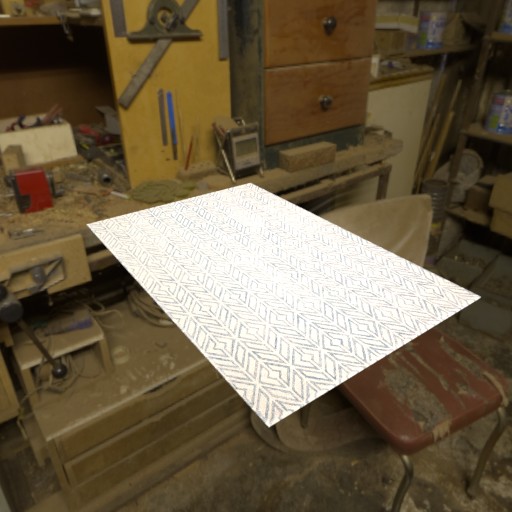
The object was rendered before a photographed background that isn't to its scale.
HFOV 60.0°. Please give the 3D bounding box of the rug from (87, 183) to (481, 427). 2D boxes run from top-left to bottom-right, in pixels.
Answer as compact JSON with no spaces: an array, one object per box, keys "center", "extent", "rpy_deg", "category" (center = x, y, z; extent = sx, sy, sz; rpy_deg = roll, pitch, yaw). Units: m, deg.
[{"center":[0.000,0.000,2.359],"extent":[1.220,0.008,1.824],"rpy_deg":[-20,35,-31],"category":"rug"}]
